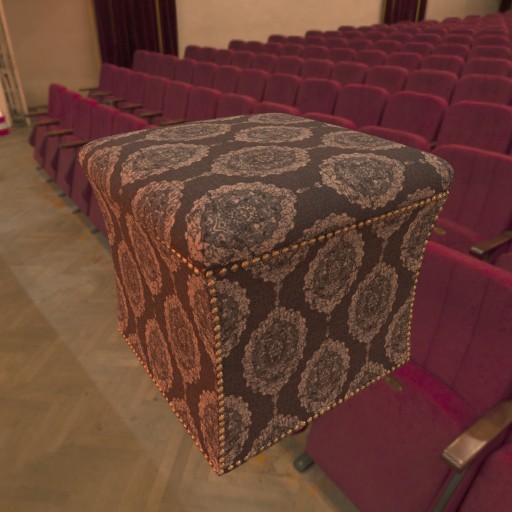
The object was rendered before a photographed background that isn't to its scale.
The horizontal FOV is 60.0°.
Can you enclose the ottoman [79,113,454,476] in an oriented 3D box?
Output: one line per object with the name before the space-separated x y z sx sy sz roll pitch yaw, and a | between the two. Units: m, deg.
ottoman | 0.000 0.000 0.883 0.507 0.475 0.497 -19 34 -30
